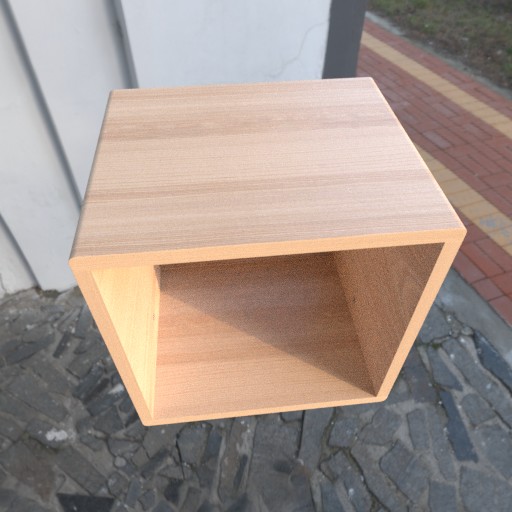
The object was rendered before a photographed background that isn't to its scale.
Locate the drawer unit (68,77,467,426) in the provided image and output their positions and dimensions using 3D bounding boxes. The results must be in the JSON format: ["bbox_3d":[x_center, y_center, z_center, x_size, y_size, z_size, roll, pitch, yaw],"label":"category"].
[{"bbox_3d":[0.000,0.000,0.599,0.344,0.344,0.290,-4,47,-4],"label":"drawer unit"}]
